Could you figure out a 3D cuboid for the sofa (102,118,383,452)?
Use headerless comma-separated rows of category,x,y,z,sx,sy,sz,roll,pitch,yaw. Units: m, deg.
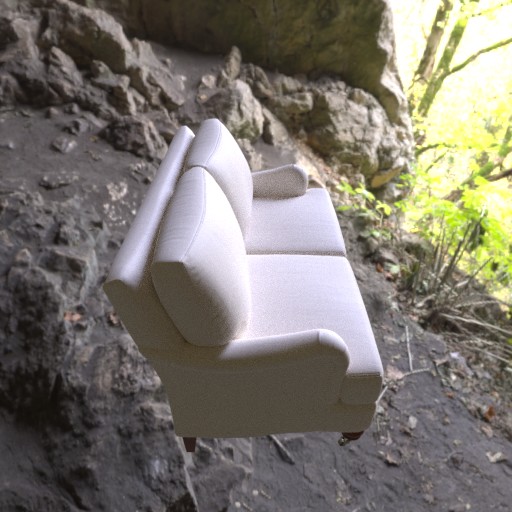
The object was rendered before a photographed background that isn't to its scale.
sofa,0.000,0.000,2.528,1.084,1.101,1.853,0,33,0
